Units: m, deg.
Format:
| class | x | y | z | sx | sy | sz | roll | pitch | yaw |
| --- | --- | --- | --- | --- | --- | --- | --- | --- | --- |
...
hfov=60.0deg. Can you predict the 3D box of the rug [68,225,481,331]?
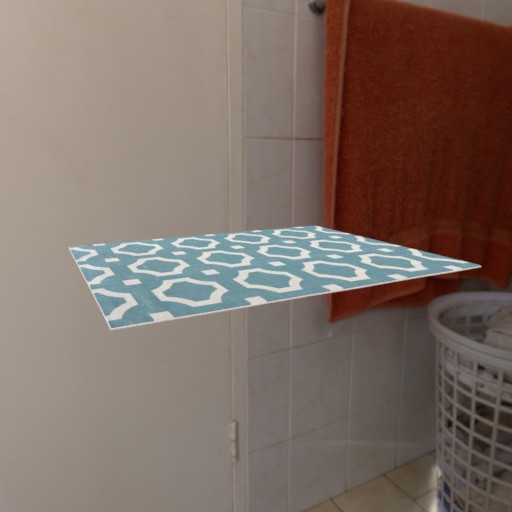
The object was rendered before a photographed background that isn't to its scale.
| class | x | y | z | sx | sy | sz | roll | pitch | yaw |
| --- | --- | --- | --- | --- | --- | --- | --- | --- | --- |
| rug | 0.000 | 0.000 | 4.153 | 3.049 | 0.021 | 2.466 | -7 | 14 | -27 |
